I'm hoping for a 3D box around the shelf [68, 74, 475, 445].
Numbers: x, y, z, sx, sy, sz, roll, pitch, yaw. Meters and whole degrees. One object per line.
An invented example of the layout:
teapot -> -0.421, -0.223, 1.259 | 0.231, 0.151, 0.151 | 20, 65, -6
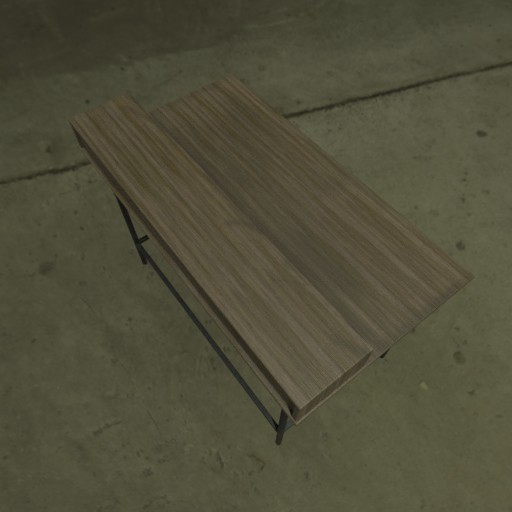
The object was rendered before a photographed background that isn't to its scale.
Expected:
shelf -> 0.000, 0.000, 1.704 | 0.685, 0.865, 1.212 | -33, 63, -19
